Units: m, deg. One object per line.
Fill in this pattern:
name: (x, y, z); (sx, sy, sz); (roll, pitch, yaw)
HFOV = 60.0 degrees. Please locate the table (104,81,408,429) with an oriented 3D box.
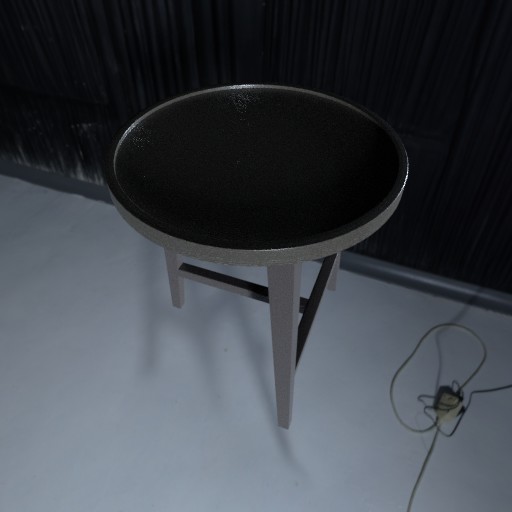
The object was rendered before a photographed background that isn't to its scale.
table: (0.000, 0.000, 0.938); (0.500, 0.531, 0.500); (0, 46, 0)
